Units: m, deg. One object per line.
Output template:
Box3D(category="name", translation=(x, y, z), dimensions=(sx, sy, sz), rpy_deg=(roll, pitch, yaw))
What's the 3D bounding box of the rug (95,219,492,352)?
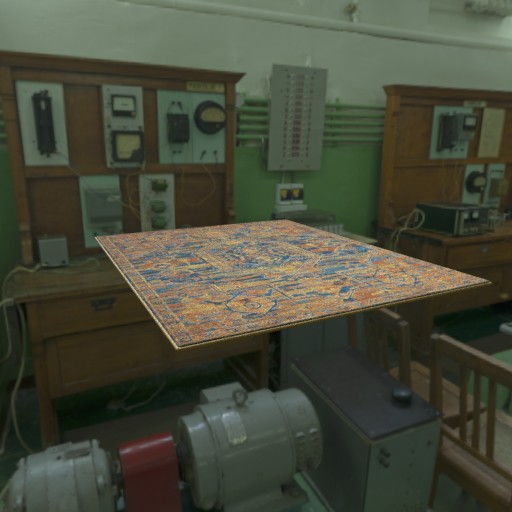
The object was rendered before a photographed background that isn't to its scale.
Box3D(category="rug", translation=(0.000, 0.000, 4.088), dimensions=(2.435, 0.031, 3.040), rpy_deg=(-7, 16, -26))
